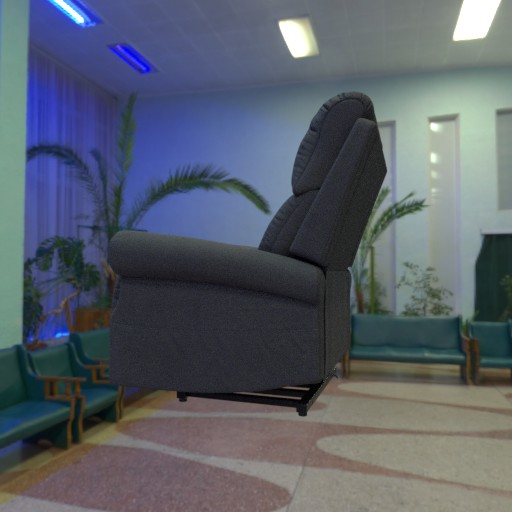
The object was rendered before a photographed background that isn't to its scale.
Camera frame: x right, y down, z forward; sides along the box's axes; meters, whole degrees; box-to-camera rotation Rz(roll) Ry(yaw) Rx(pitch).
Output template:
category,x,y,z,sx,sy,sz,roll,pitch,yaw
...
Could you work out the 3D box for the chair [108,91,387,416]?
category,x,y,z,sx,sy,sz,roll,pitch,yaw
chair,0.000,0.000,1.764,0.979,1.031,0.871,-1,-2,19
